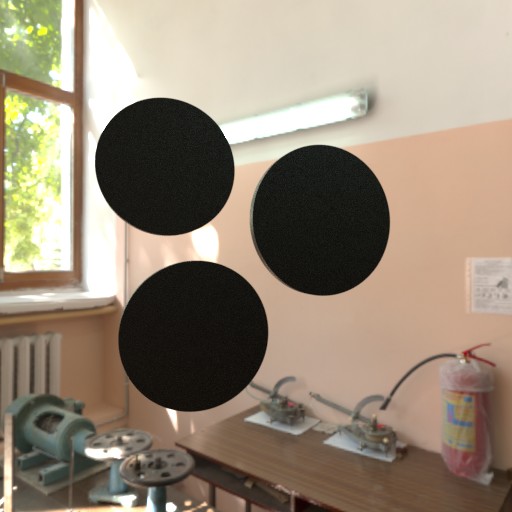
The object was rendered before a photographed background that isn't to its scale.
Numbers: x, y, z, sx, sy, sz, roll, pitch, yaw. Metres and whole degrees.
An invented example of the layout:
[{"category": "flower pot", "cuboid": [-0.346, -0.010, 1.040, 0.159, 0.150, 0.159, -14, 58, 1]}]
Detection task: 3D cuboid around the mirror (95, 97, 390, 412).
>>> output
[{"category": "mirror", "cuboid": [0.000, 0.000, 3.155, 2.160, 2.096, 0.076, 0, -1, -17]}]
